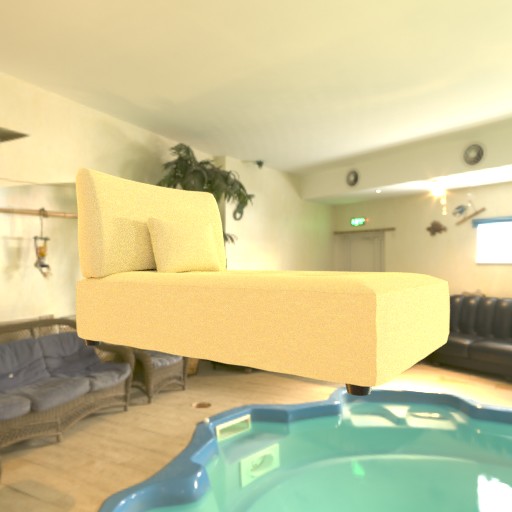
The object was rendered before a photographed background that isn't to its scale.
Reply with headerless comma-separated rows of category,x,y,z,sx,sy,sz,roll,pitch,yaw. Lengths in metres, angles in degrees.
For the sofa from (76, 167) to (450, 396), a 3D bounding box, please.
sofa,0.000,0.000,2.009,1.450,0.820,0.930,0,-1,35
